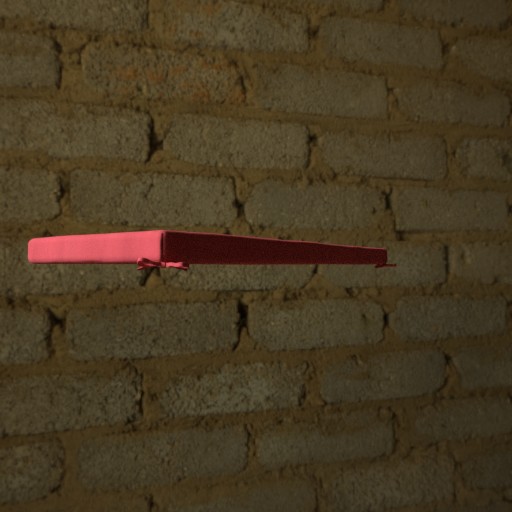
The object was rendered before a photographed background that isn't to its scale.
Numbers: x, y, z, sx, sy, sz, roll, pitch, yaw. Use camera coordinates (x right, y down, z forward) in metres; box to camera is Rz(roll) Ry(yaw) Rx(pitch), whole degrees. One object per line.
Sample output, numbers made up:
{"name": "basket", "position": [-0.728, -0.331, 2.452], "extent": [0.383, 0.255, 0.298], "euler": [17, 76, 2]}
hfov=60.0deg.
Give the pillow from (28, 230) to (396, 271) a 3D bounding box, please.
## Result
{"name": "pillow", "position": [0.000, 0.000, 1.343], "extent": [0.492, 0.081, 1.187], "euler": [-1, -1, 36]}
